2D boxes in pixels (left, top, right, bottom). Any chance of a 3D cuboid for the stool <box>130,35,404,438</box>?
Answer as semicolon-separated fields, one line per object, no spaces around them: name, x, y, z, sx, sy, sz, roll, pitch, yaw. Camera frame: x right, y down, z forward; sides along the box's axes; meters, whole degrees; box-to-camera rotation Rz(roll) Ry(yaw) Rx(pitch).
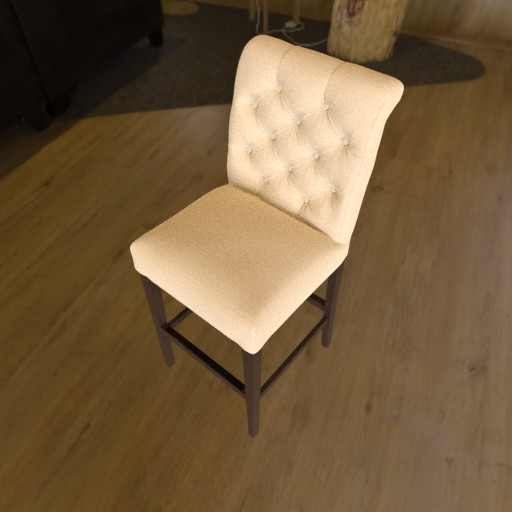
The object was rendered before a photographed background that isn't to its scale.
stool;0.000;0.000;1.430;0.482;1.118;0.610;31;54;26
